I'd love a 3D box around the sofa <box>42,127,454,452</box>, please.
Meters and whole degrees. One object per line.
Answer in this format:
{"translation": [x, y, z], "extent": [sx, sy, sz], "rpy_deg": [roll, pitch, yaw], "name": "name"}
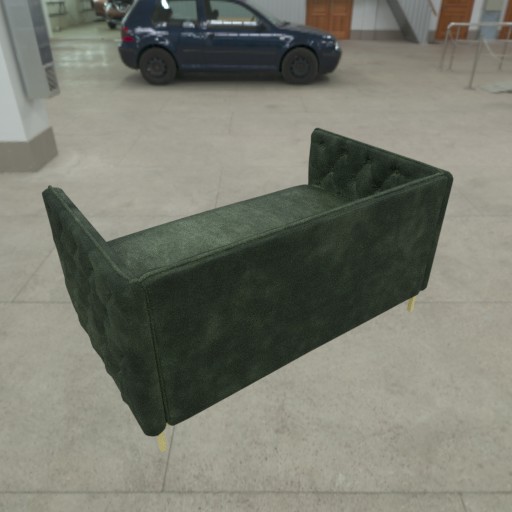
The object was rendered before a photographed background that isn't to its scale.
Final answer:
{"translation": [0.000, 0.000, 2.036], "extent": [1.537, 0.768, 0.895], "rpy_deg": [-20, 37, -30], "name": "sofa"}
